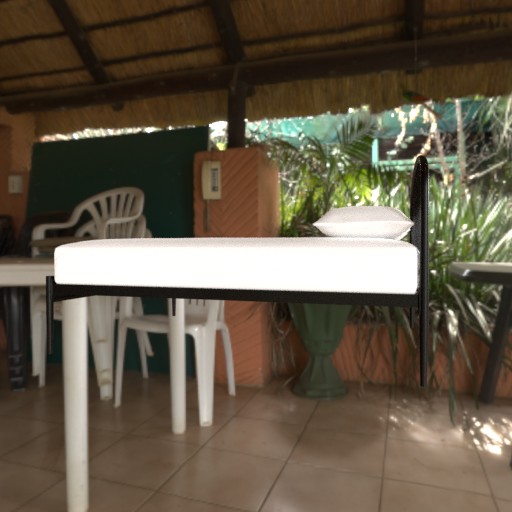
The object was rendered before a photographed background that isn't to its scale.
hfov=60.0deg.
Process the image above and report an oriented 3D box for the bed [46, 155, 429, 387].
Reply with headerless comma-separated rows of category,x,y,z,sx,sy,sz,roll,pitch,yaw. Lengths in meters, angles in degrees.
bed,0.000,0.000,3.105,2.159,1.166,1.618,0,1,17
